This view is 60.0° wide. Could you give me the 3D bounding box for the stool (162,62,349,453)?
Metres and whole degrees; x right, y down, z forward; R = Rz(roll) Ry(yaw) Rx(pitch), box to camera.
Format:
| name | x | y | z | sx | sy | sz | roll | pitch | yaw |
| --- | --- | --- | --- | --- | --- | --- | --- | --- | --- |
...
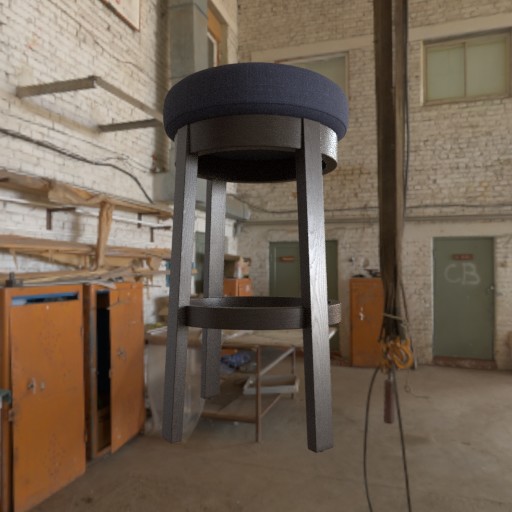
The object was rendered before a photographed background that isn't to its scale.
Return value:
| name | x | y | z | sx | sy | sz | roll | pitch | yaw |
| --- | --- | --- | --- | --- | --- | --- | --- | --- | --- |
| stool | 0.000 | 0.000 | 1.032 | 0.446 | 0.758 | 0.446 | 0 | -2 | 0 |
